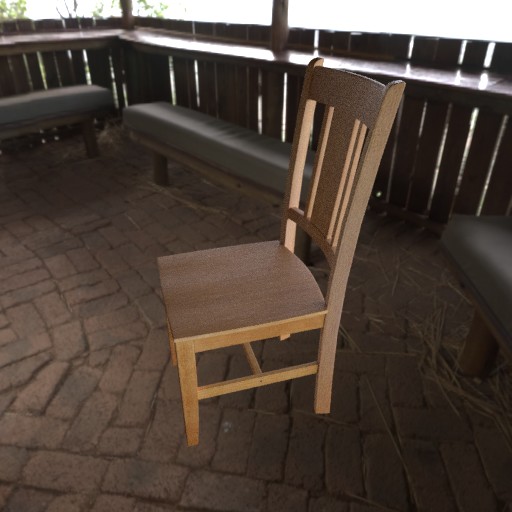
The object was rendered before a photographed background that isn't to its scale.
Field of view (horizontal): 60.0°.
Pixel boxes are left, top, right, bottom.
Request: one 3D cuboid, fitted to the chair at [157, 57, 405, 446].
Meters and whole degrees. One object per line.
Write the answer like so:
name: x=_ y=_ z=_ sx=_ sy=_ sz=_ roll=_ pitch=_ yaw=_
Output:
chair: x=0.000 y=0.000 z=1.287 sx=0.556 sy=0.998 sz=0.450 roll=-9 pitch=32 yaw=-14
